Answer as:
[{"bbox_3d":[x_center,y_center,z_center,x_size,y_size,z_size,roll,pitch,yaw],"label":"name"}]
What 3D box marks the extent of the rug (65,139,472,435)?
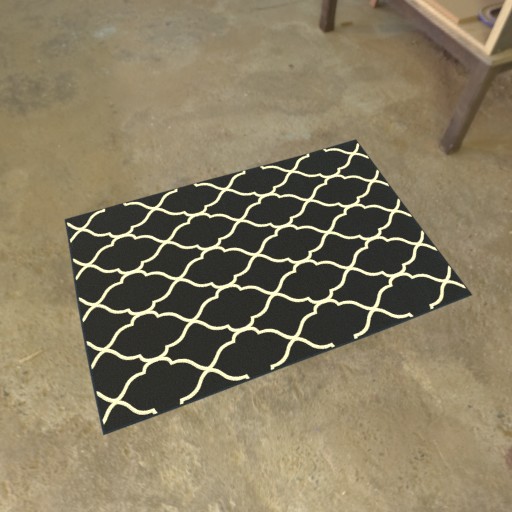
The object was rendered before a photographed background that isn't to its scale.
[{"bbox_3d":[0.000,0.000,2.908,2.294,0.014,1.528,-18,58,-12],"label":"rug"}]
